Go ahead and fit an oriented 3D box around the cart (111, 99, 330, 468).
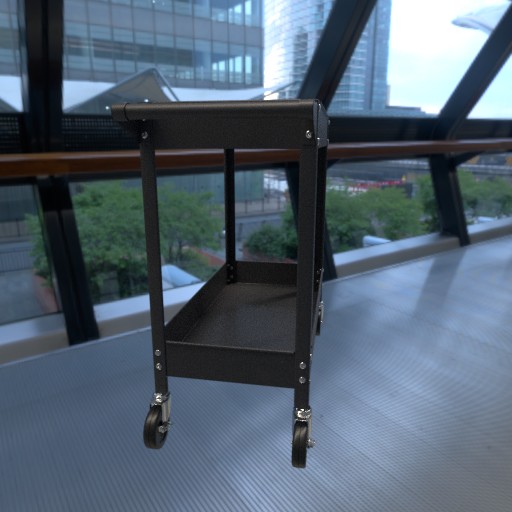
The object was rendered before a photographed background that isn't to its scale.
[{"bbox_3d":[0.000,0.000,1.153,0.366,0.719,0.779,3,15,10],"label":"cart"}]
